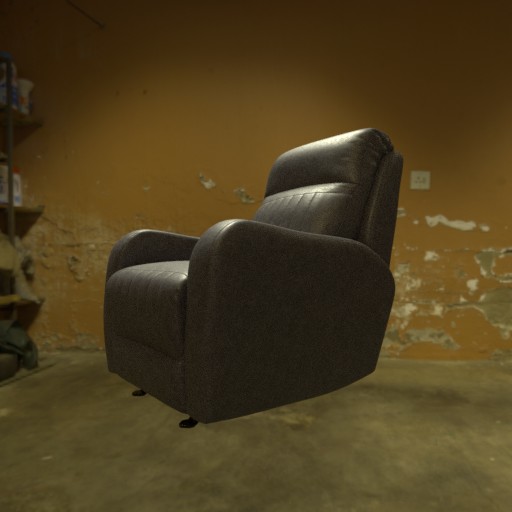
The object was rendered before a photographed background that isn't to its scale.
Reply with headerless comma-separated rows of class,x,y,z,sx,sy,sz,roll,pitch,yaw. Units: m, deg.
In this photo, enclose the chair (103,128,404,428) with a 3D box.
chair,0.000,0.000,1.820,1.067,1.067,0.865,0,0,-37
